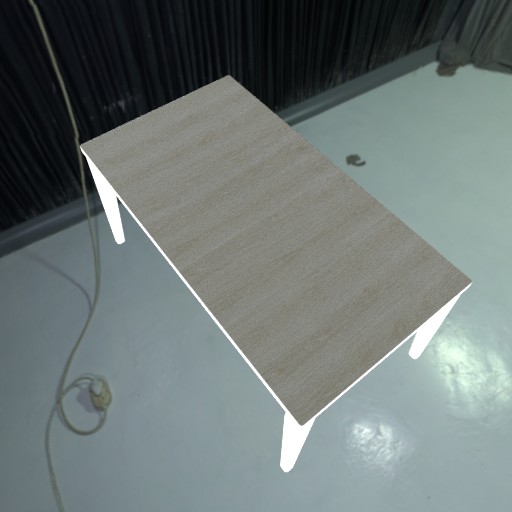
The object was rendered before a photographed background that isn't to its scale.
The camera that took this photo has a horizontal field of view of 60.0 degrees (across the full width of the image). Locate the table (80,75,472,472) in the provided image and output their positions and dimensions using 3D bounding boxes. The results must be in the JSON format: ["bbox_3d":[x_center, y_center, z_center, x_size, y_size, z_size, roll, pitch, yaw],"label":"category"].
[{"bbox_3d":[0.000,0.000,2.144,0.900,0.760,1.600,-33,63,-19],"label":"table"}]
